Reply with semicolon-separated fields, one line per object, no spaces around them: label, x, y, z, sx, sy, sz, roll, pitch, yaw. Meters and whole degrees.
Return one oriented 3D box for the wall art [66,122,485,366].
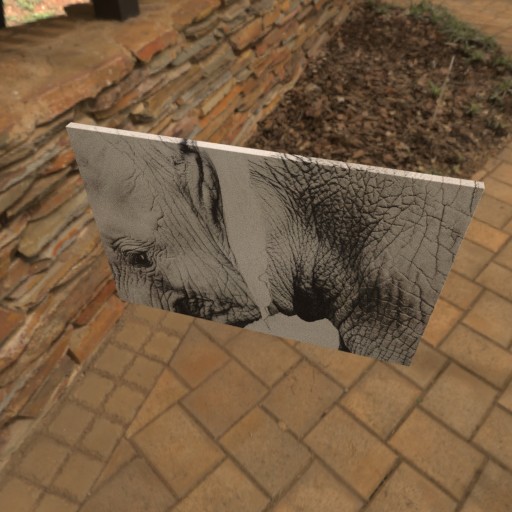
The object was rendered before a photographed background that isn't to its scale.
wall art;0.000;0.000;1.152;0.914;0.607;0.023;11;44;12
